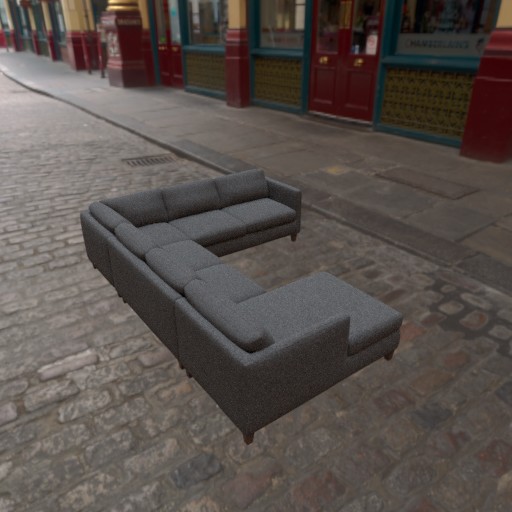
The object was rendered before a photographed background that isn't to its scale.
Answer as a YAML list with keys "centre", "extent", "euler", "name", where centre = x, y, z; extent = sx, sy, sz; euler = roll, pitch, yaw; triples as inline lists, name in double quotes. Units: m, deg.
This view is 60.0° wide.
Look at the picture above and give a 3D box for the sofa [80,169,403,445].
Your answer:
- centre: [0.000, 0.000, 4.529]
  extent: [2.551, 0.853, 3.238]
  euler: [-18, 32, -32]
  name: "sofa"
